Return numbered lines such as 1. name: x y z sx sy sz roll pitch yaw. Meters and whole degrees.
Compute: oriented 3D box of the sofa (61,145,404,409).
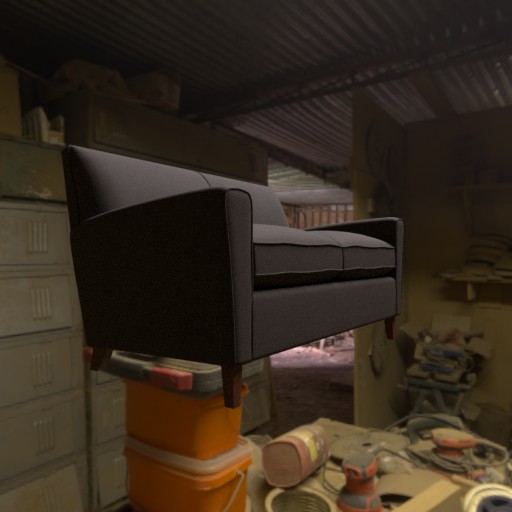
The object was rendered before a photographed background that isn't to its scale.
1. sofa: 0.000 0.000 1.982 0.871 0.846 1.420 0 0 37
